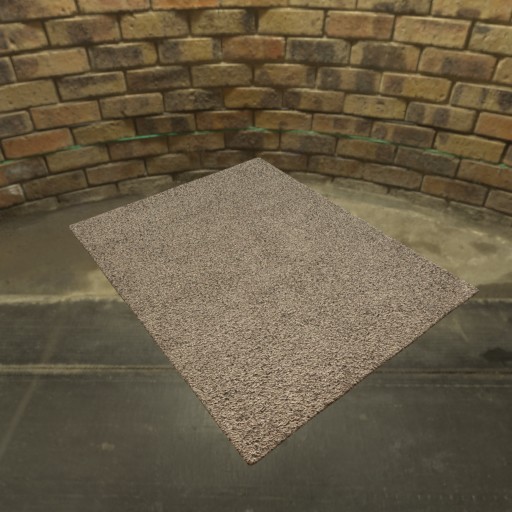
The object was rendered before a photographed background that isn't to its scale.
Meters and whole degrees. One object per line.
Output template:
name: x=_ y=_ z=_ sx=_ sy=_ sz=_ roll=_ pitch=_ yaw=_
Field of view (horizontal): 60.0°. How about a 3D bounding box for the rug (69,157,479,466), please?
rug: x=0.000 y=0.000 z=4.104 sx=2.438 sy=0.029 sz=3.047 roll=-26 pitch=46 yaw=-28
